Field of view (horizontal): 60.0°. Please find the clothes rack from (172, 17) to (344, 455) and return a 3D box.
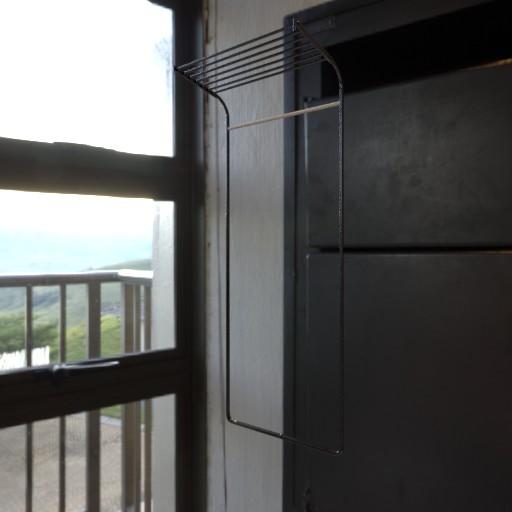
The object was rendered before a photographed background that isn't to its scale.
[{"bbox_3d":[0.000,0.000,1.787,0.609,1.574,0.349,0,0,38],"label":"clothes rack"}]
